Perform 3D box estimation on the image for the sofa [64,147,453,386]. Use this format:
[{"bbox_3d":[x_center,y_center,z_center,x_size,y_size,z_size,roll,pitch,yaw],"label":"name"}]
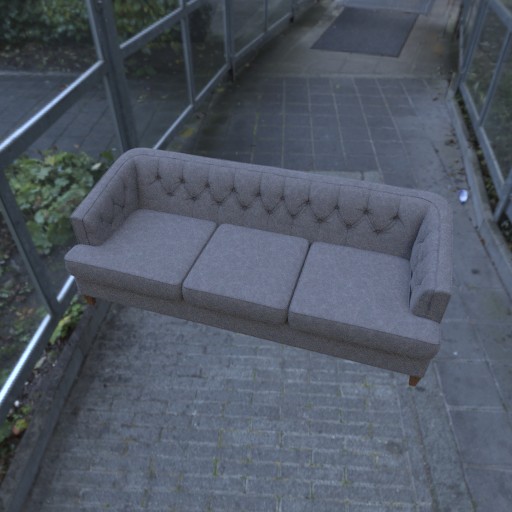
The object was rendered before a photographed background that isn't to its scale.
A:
[{"bbox_3d":[0.000,0.000,2.829,2.247,0.806,0.917,11,42,13],"label":"sofa"}]
